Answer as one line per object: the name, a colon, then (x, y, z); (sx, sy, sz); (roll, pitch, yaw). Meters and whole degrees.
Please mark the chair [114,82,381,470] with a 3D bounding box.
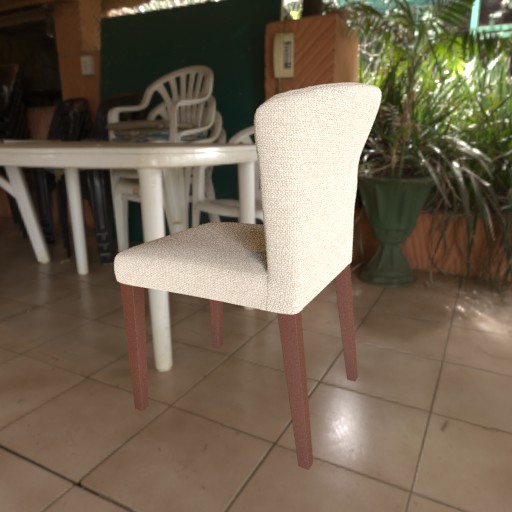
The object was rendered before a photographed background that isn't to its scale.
chair: (0.000, 0.000, 1.188); (0.589, 0.839, 0.491); (8, 17, 25)
